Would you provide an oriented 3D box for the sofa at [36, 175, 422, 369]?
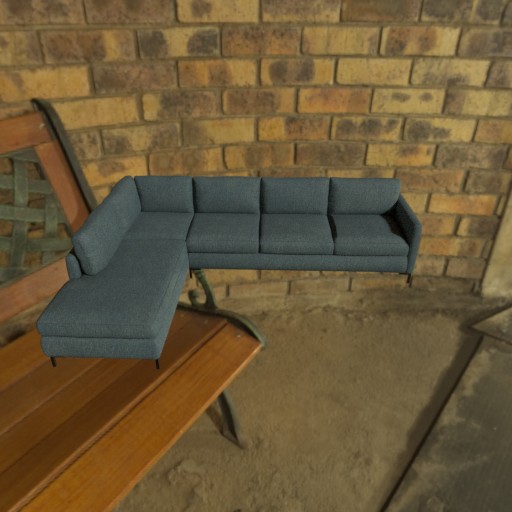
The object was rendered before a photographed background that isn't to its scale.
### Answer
[{"bbox_3d":[0.000,0.000,3.799,2.949,0.815,2.007,1,30,2],"label":"sofa"}]
